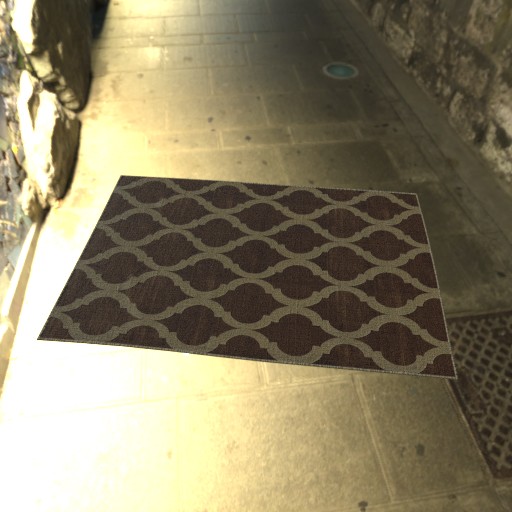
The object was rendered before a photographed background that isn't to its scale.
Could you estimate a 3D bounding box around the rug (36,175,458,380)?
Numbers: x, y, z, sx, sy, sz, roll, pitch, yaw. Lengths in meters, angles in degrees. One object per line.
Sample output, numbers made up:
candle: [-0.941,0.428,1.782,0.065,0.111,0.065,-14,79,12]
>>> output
rug: [0.000,0.000,2.880,2.284,0.008,1.522,4,47,4]
